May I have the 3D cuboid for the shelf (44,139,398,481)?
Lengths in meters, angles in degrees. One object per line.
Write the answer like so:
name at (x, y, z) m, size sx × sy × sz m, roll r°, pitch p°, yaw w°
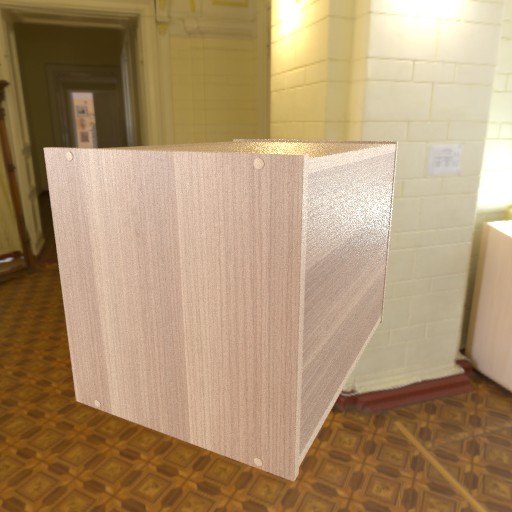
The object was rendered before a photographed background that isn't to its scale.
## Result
shelf at (0.000, 0.000, 0.621) m, size 0.290 × 0.305 × 0.415 m, roll 8°, pitch 18°, yaw 26°
